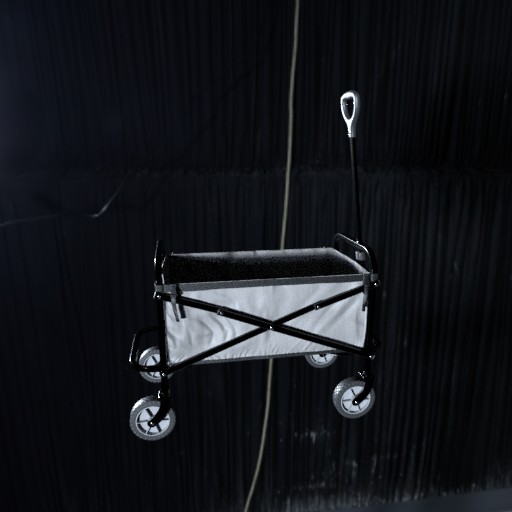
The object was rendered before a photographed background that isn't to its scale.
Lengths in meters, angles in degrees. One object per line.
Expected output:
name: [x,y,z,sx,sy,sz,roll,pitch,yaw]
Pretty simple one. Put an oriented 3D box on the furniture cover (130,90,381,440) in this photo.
furniture cover: [0.000,0.000,1.824,1.038,1.295,0.532,-3,15,-10]
